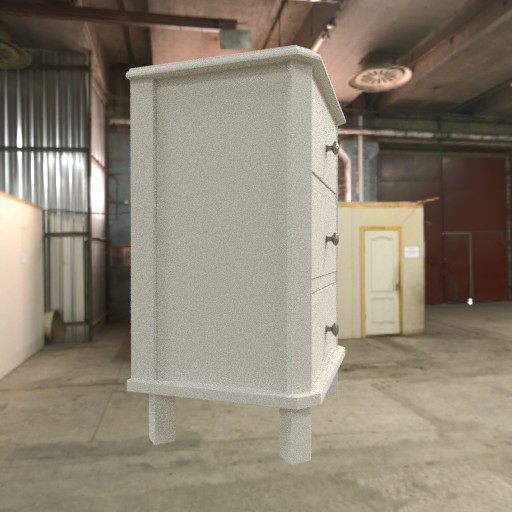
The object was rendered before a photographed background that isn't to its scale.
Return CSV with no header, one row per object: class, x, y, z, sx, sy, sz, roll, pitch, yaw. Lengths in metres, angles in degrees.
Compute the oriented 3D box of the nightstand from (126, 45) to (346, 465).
nightstand,0.000,0.000,0.949,0.351,0.681,0.435,0,1,17
